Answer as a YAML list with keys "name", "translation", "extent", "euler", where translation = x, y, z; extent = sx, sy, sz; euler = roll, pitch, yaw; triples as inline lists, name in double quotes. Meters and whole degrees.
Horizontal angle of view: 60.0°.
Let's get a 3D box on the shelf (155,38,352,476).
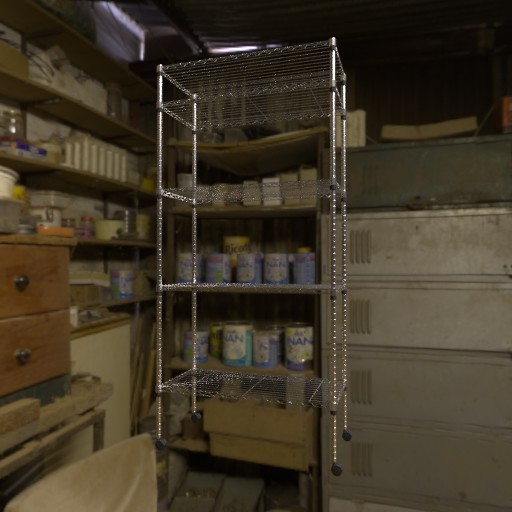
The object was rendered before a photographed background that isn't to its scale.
- name: "shelf"
  translation: [0.000, 0.000, 1.879]
  extent: [0.762, 1.587, 0.356]
  euler: [0, -1, 18]
